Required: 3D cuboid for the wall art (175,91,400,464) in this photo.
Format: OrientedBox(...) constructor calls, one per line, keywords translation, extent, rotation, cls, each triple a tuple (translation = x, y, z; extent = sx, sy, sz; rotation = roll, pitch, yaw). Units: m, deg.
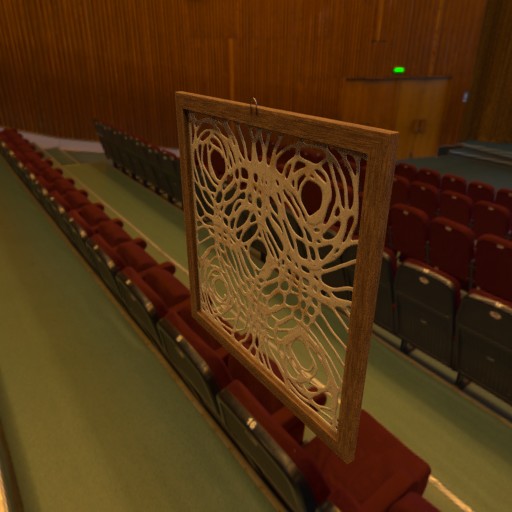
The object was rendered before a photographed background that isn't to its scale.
OrientedBox(translation=(0.000, 0.000, 0.847), extent=(0.021, 0.576, 0.561), rotation=(-18, 31, -32), cls="wall art")
